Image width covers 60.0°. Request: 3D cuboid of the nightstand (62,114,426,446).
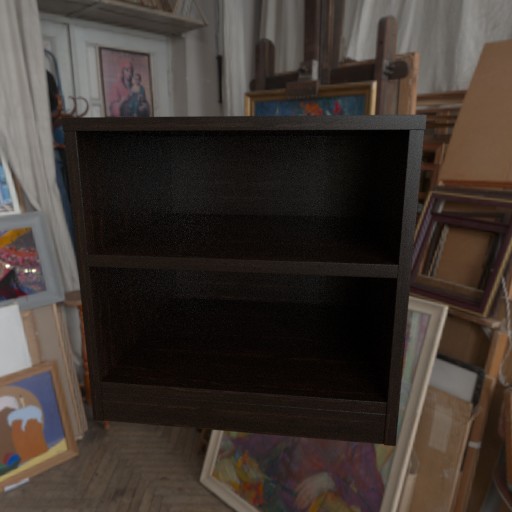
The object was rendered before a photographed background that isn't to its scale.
[{"bbox_3d":[0.000,0.000,0.849,0.489,0.487,0.427,2,14,7],"label":"nightstand"}]
